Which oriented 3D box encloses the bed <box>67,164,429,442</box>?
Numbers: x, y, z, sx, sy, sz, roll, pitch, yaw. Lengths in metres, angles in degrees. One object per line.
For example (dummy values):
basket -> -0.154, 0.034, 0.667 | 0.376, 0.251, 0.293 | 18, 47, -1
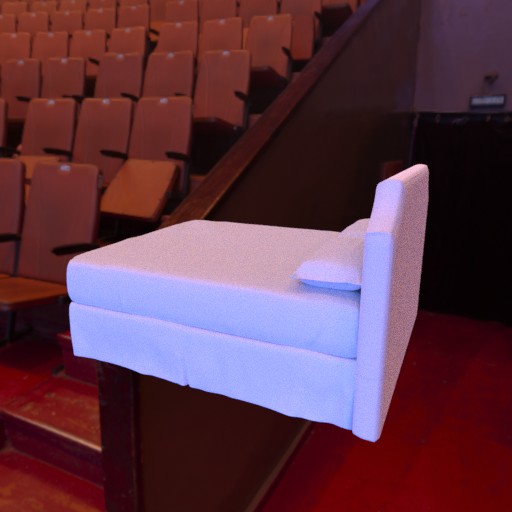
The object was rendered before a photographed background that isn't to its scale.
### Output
bed -> 0.000, 0.000, 3.243 | 2.164, 1.297, 1.828 | 7, 16, 24
